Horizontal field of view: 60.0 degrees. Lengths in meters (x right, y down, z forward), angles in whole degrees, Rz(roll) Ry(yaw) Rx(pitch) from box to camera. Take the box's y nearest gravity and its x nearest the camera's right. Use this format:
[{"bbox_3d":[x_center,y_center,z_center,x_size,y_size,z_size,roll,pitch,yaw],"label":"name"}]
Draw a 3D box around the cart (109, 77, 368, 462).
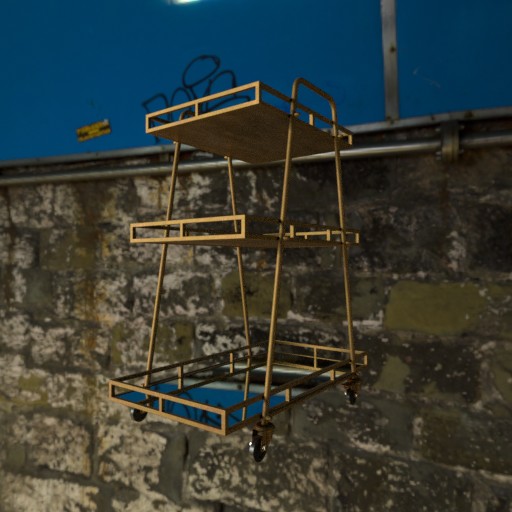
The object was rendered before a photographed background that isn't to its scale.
[{"bbox_3d":[0.000,0.000,1.276,0.441,0.883,0.711,-1,-1,37],"label":"cart"}]
